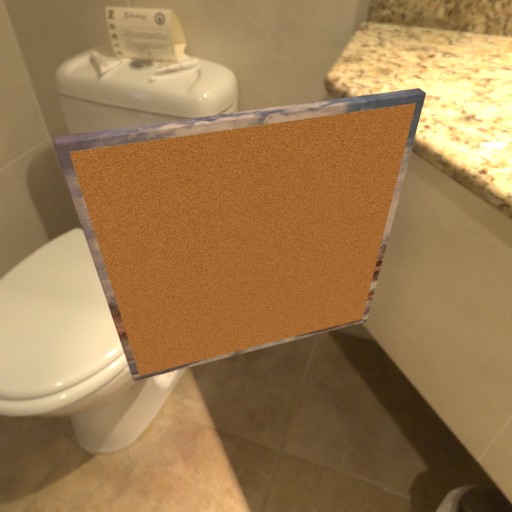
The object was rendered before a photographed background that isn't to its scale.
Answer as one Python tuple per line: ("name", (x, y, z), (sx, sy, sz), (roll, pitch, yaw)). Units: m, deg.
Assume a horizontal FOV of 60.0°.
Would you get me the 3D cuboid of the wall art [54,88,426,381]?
("wall art", (0.000, 0.000, 1.328), (0.888, 0.897, 0.035), (-12, 44, -13))
